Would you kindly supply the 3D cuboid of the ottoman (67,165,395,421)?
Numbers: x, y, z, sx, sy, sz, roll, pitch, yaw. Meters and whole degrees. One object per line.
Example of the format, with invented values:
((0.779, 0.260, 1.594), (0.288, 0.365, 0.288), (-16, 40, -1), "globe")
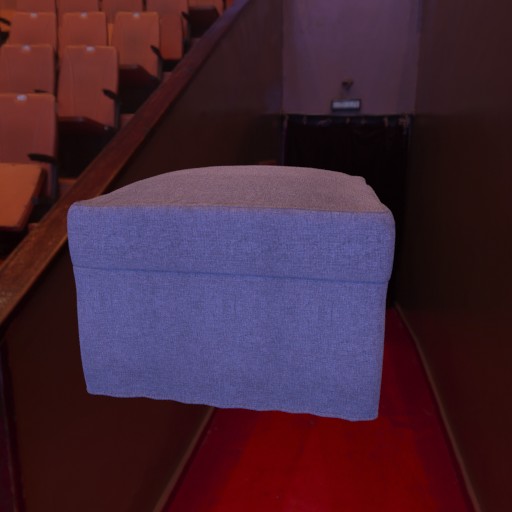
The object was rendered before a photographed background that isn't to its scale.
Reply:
((0.000, 0.000, 1.263), (0.652, 0.492, 0.833), (2, 15, 9), "ottoman")
